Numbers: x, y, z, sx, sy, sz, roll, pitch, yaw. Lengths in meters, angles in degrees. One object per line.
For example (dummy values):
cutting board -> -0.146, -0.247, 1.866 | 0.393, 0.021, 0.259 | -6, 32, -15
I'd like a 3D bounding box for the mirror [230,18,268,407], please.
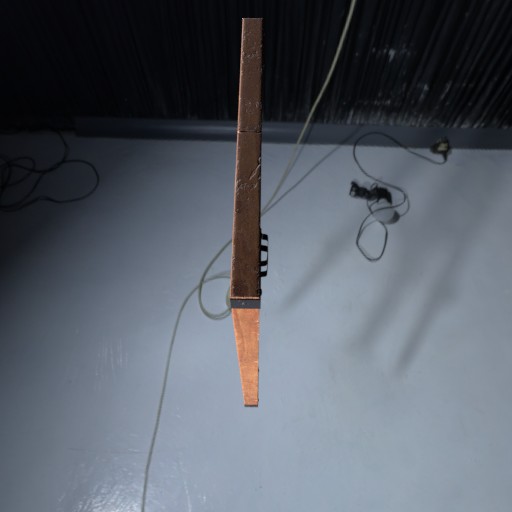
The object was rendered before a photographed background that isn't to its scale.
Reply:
mirror -> 0.000, 0.000, 0.969 | 0.053, 0.761, 0.517 | 1, 62, 0
